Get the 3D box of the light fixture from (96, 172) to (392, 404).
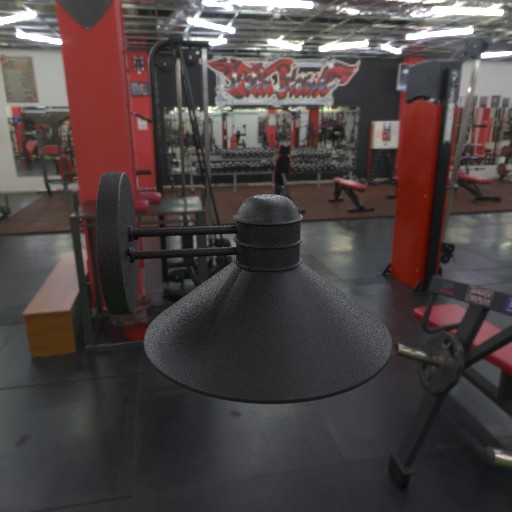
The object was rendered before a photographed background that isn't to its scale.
[{"bbox_3d":[0.000,0.000,0.693,0.434,0.265,0.396,-3,17,-9],"label":"light fixture"}]
